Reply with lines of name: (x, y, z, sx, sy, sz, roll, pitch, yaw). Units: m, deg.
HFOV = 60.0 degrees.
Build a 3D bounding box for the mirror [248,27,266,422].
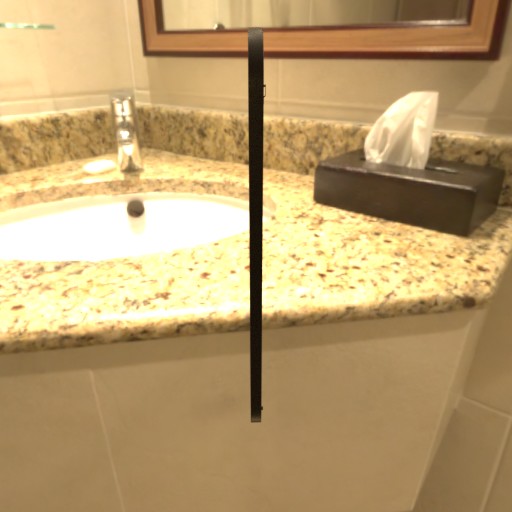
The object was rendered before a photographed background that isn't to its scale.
mirror: (0.000, 0.000, 1.079, 0.032, 0.991, 0.222, 0, 26, -1)
